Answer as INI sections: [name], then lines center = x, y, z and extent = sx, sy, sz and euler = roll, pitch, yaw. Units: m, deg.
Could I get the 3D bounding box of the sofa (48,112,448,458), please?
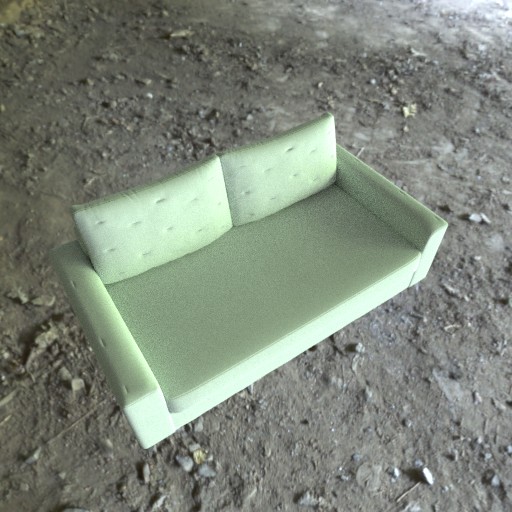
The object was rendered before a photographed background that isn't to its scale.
[sofa]
center = 0.000, 0.000, 2.114
extent = 1.650, 0.790, 0.920
euler = -26, 52, -22
